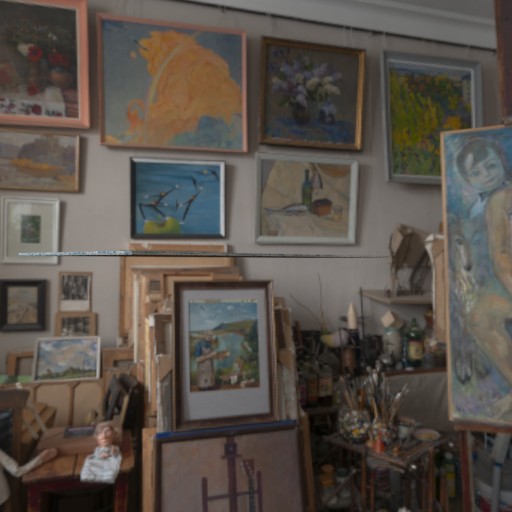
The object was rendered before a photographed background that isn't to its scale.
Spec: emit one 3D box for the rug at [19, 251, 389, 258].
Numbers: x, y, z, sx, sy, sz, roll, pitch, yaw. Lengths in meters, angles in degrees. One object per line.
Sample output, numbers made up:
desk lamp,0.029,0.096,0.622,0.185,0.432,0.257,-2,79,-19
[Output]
rug,0.000,0.000,2.670,0.770,0.013,2.434,0,-1,36
